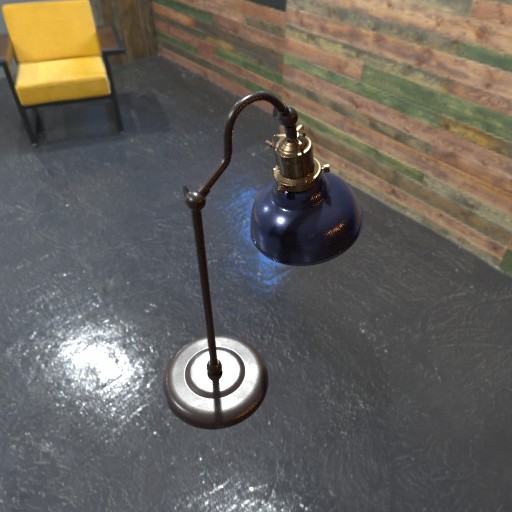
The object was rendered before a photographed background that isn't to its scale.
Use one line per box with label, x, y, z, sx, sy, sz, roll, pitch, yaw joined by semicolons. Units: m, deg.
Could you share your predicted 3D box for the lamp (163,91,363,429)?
lamp;0.000;0.000;0.684;0.374;0.508;0.192;-26;48;-27
